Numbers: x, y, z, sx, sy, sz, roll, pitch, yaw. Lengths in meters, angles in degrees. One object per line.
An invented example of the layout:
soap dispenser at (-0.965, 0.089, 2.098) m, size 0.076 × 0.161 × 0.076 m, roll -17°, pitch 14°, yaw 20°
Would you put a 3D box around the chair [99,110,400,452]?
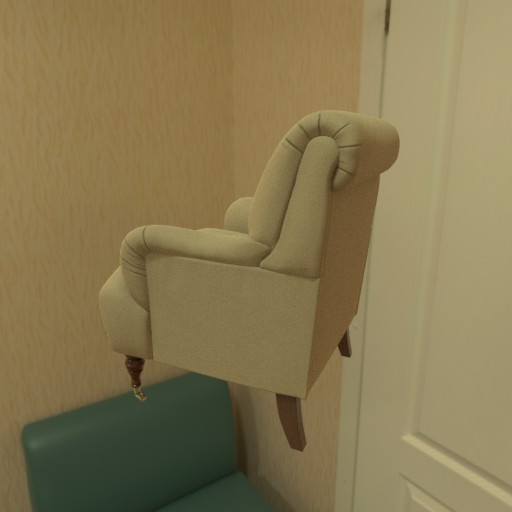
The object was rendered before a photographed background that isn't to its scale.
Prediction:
chair at (0.000, 0.000, 1.554) m, size 0.842 × 0.942 × 0.766 m, roll 7°, pitch 17°, yaw 23°
